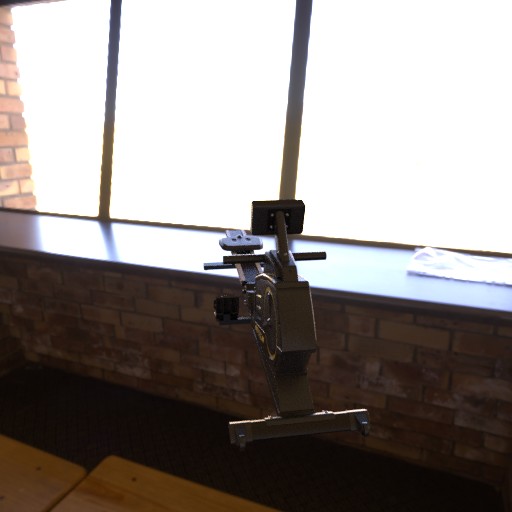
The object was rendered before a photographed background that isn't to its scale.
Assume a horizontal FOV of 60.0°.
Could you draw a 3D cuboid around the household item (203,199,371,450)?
[{"bbox_3d":[0.000,0.000,2.525,0.521,0.810,2.251,-2,16,-9],"label":"household item"}]
